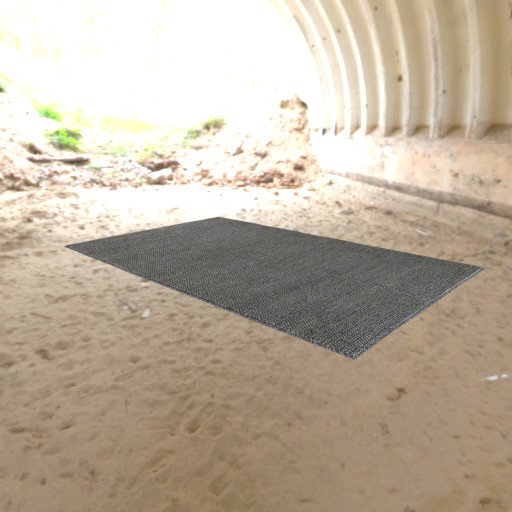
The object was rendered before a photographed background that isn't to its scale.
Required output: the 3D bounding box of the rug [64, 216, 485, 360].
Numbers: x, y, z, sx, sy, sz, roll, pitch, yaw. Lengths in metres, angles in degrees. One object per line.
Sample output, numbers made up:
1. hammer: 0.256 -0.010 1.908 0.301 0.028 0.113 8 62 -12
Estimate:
1. rug: 0.000 0.000 3.003 2.443 0.021 1.538 14 21 41
